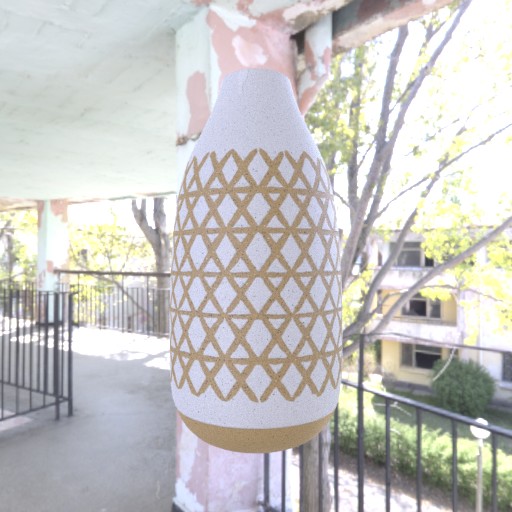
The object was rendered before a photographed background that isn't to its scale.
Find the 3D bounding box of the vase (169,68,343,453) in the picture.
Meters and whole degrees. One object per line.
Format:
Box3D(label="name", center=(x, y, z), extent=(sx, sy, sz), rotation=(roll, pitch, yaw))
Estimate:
Box3D(label="vase", center=(0.000, 0.000, 0.484), extent=(0.186, 0.380, 0.186), rotation=(0, 0, 0))
